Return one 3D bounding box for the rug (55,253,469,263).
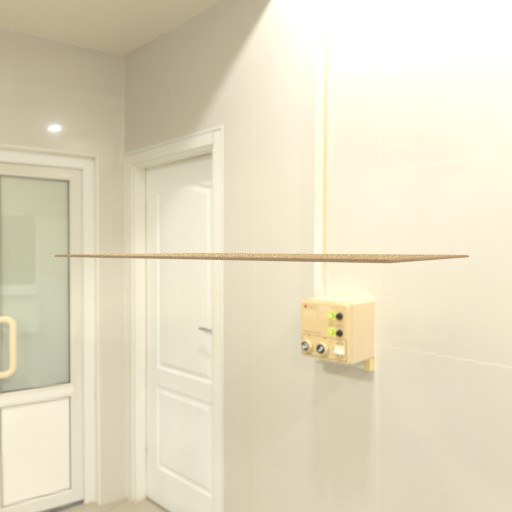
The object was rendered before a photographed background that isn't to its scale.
[{"bbox_3d":[0.000,0.000,2.100,1.668,0.012,1.061,1,1,36],"label":"rug"}]
